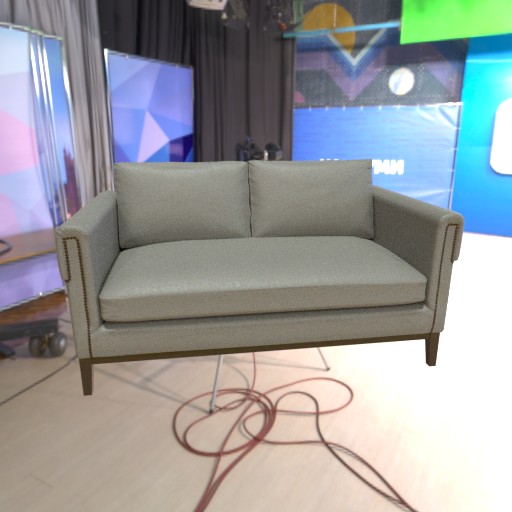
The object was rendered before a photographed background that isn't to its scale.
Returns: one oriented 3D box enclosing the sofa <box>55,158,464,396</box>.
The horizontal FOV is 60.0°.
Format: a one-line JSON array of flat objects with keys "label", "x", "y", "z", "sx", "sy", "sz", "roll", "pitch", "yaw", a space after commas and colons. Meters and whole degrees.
[{"label": "sofa", "x": 0.000, "y": 0.000, "z": 2.149, "sx": 1.598, "sy": 0.873, "sz": 0.899, "roll": -2, "pitch": 17, "yaw": -8}]
